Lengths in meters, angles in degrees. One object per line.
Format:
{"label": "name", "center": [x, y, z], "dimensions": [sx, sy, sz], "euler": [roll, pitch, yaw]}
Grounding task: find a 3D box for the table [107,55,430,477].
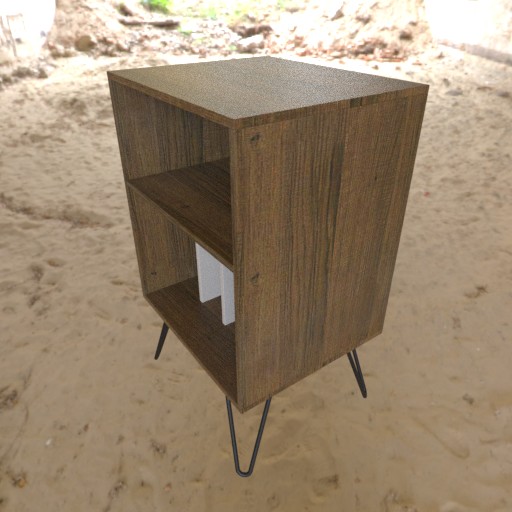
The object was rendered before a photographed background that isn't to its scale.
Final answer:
{"label": "table", "center": [0.000, 0.000, 1.144], "dimensions": [0.457, 0.866, 0.526], "euler": [-20, 37, -30]}
